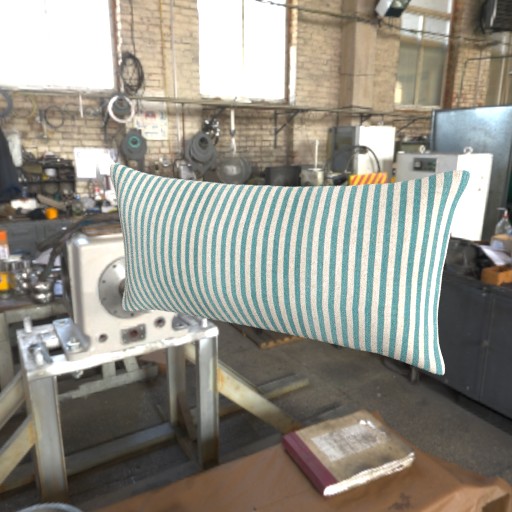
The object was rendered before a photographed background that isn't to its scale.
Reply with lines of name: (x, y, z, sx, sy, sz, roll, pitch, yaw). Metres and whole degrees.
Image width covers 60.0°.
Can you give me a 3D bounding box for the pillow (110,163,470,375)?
pillow: (0.000, 0.000, 0.739, 0.617, 0.295, 0.151, 7, 15, 26)
